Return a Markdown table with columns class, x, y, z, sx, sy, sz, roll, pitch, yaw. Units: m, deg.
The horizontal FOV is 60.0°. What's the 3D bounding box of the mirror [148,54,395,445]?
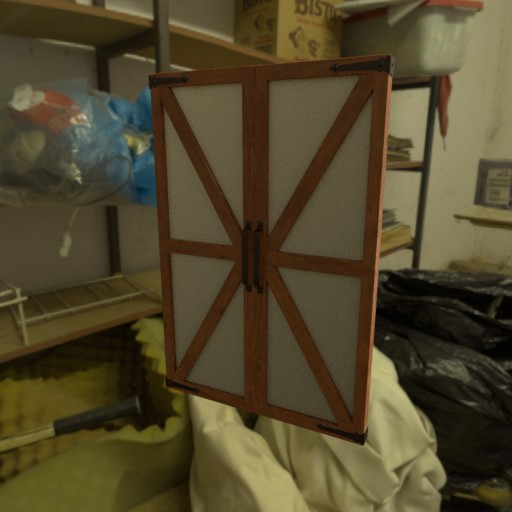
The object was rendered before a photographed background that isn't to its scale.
| class | x | y | z | sx | sy | sz | roll | pitch | yaw |
| --- | --- | --- | --- | --- | --- | --- | --- | --- | --- |
| mirror | 0.000 | 0.000 | 0.954 | 0.517 | 0.761 | 0.053 | 7 | 16 | 26 |
